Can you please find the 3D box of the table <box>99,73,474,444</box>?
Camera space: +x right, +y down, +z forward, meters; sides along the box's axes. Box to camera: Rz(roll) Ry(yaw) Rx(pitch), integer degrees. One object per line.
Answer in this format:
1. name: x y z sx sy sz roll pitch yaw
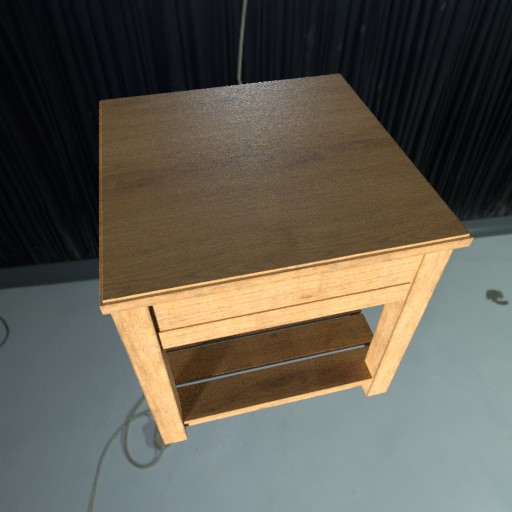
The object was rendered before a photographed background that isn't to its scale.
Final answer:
1. table: 0.000 0.000 1.105 0.612 0.593 0.616 -10 48 -9
